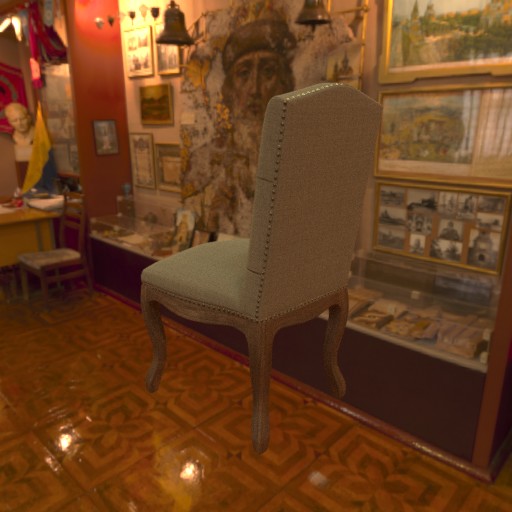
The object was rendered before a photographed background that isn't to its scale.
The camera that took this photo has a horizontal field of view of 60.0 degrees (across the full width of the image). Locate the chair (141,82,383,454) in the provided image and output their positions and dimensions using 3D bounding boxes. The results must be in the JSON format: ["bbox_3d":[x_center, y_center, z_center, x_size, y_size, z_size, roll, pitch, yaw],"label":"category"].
[{"bbox_3d":[0.000,0.000,1.678,0.637,1.191,0.731,-15,22,-42],"label":"chair"}]
